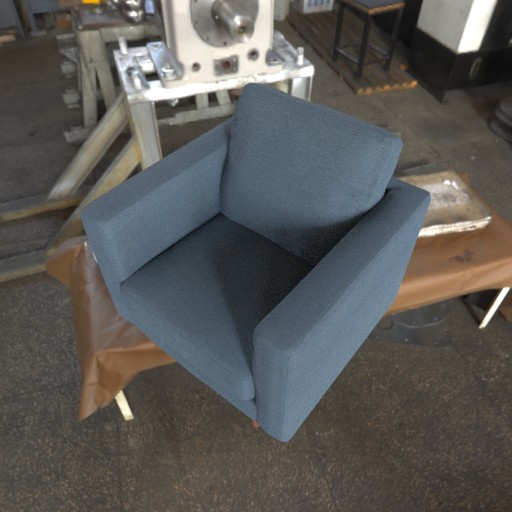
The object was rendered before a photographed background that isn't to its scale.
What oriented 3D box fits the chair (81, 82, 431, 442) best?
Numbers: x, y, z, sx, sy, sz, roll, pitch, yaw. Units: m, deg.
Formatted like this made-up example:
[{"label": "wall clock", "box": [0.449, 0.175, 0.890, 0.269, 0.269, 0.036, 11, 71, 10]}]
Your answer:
[{"label": "chair", "box": [0.000, 0.000, 1.583, 0.855, 0.922, 0.820, 30, 53, 26]}]
